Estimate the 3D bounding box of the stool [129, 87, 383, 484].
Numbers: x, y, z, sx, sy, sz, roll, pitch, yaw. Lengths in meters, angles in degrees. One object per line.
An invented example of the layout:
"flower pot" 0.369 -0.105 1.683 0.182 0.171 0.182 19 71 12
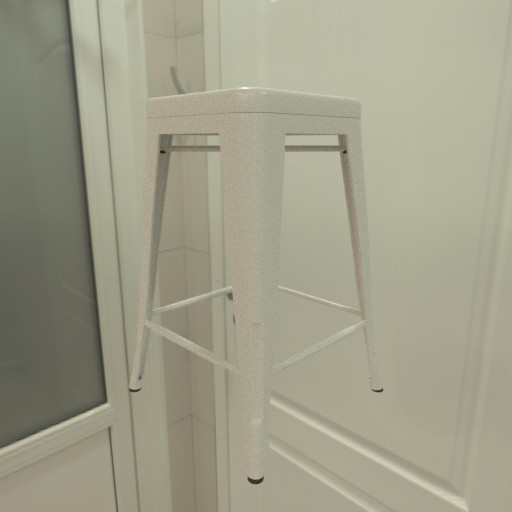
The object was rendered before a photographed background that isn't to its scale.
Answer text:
"stool" 0.000 0.000 0.906 0.406 0.610 0.406 -14 20 -43
